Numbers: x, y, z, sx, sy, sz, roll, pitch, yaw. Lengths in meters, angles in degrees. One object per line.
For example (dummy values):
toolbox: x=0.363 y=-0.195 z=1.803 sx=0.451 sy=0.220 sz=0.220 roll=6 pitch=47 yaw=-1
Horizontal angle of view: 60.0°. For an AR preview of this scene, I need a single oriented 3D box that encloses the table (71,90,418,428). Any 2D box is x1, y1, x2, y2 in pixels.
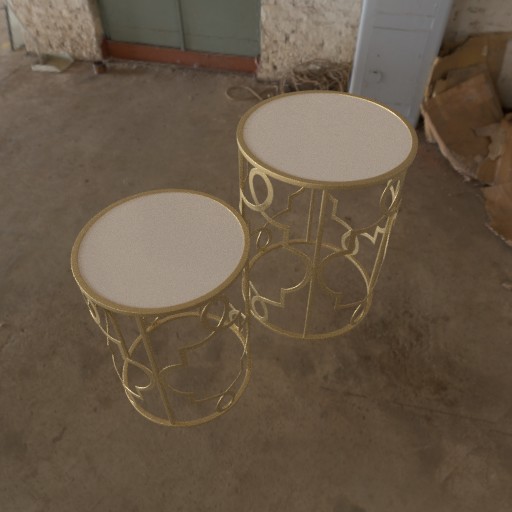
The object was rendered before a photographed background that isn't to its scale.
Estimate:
table: x=0.000 y=0.000 z=1.151 sx=0.846 sy=0.564 sz=0.420 roll=-30 pitch=53 yaw=-26
